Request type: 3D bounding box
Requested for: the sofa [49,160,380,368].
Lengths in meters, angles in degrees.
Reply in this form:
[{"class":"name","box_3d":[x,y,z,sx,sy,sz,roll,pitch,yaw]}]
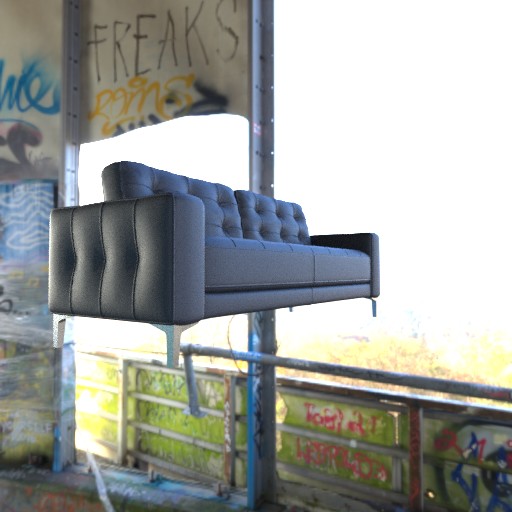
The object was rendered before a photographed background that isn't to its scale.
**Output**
[{"class":"sofa","box_3d":[0.000,0.000,2.753,0.833,0.893,2.275,-1,-2,35]}]
